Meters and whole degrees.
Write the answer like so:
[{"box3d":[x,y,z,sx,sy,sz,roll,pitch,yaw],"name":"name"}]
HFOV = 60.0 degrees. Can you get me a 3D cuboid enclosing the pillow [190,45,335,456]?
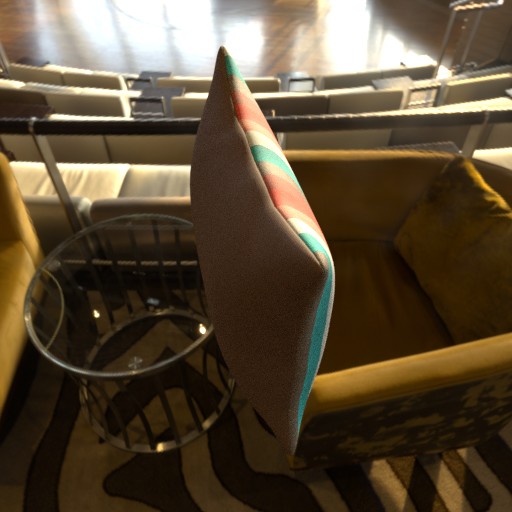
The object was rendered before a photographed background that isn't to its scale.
[{"box3d":[0.000,0.000,0.668,0.168,0.443,0.453,-10,48,-9],"name":"pillow"}]
